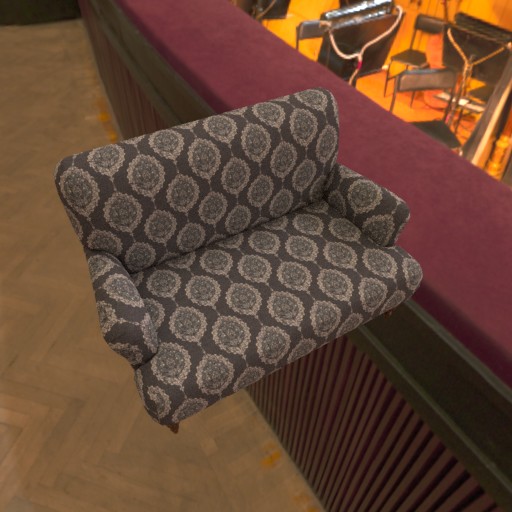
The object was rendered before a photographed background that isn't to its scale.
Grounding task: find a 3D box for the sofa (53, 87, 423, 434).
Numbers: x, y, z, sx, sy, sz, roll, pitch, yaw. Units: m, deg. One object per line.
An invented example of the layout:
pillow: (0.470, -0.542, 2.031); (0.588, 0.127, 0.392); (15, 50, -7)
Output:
sofa: (0.000, 0.000, 1.792); (1.297, 0.867, 0.779); (-23, 50, -21)
